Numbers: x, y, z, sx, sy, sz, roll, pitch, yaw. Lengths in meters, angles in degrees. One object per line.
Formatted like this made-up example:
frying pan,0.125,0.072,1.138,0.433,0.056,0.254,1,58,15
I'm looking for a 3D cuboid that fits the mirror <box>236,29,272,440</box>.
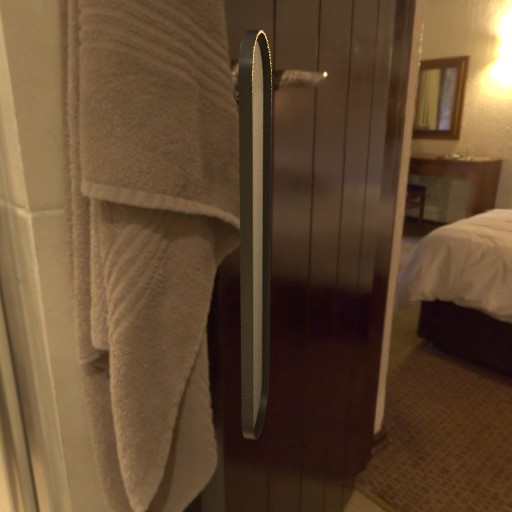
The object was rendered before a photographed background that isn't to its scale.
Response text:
mirror,0.000,0.000,1.076,0.032,0.991,0.222,3,17,11
